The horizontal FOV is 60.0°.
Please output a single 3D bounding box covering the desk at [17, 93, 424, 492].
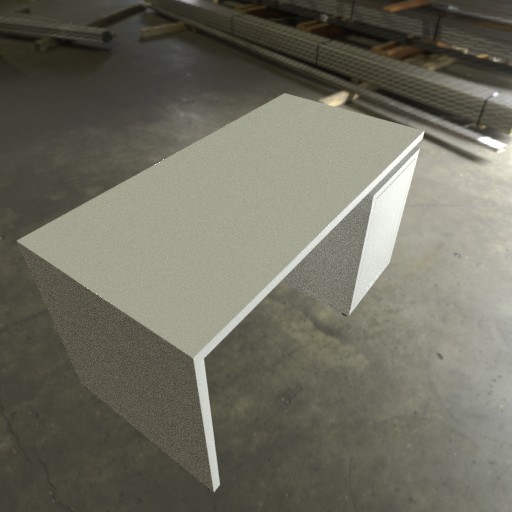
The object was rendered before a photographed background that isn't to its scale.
[{"bbox_3d":[0.000,0.000,1.794,0.690,0.740,1.400,26,47,27],"label":"desk"}]
